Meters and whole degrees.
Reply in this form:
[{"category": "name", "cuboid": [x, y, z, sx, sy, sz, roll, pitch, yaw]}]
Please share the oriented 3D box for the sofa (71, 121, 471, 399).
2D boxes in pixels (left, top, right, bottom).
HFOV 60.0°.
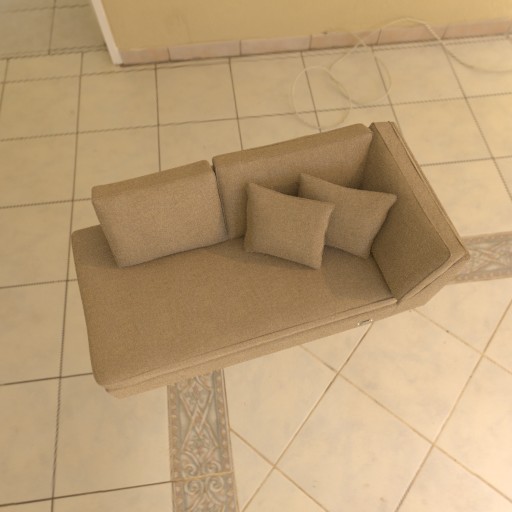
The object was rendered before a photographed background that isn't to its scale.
[{"category": "sofa", "cuboid": [0.000, 0.000, 2.826, 2.238, 1.019, 1.110, -15, 65, -7]}]
